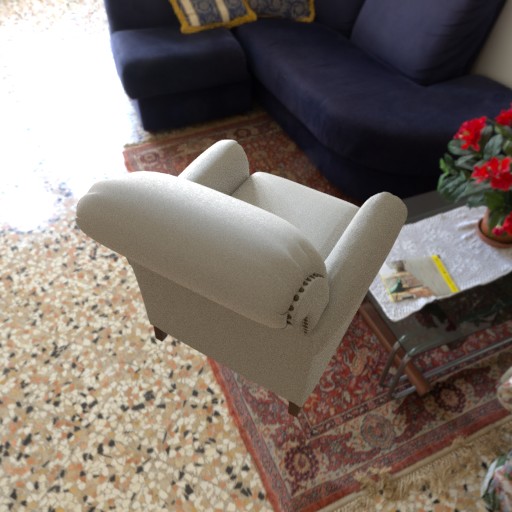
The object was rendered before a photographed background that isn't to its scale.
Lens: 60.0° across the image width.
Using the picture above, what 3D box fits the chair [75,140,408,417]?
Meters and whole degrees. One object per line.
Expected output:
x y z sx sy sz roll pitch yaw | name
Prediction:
0.000 0.000 1.627 0.854 0.927 0.890 24 51 20 | chair
